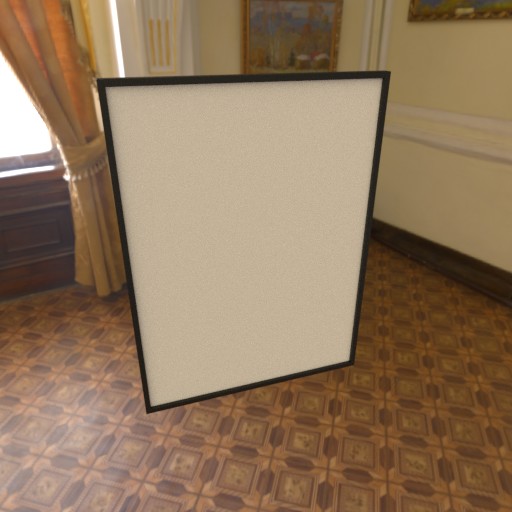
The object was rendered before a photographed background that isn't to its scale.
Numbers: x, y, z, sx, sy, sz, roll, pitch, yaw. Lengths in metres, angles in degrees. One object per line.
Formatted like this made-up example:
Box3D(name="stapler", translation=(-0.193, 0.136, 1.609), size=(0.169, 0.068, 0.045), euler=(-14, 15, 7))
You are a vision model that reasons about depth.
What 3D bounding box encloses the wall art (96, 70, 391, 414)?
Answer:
Box3D(name="wall art", translation=(0.000, 0.000, 1.407), size=(0.802, 1.070, 0.036), euler=(-8, 28, -16))
